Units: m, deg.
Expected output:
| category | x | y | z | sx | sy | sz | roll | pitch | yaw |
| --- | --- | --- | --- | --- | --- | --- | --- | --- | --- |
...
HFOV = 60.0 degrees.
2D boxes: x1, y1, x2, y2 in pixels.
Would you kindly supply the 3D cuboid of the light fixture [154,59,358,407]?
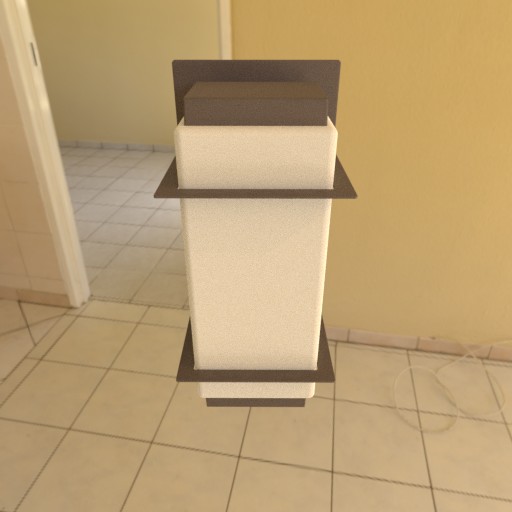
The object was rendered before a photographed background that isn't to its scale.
| category | x | y | z | sx | sy | sz | roll | pitch | yaw |
| --- | --- | --- | --- | --- | --- | --- | --- | --- | --- |
| light fixture | 0.000 | 0.000 | 0.440 | 0.153 | 0.347 | 0.146 | 0 | 30 | 0 |
